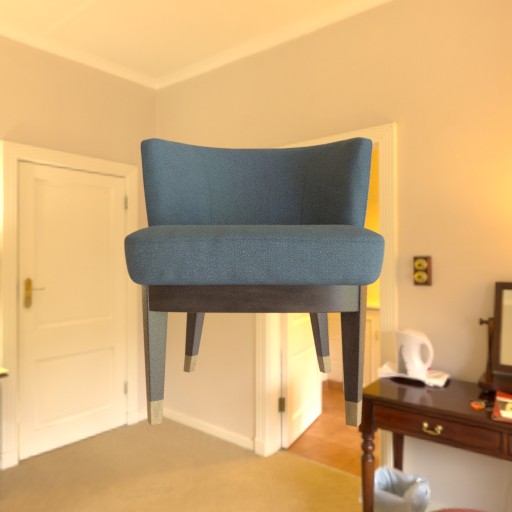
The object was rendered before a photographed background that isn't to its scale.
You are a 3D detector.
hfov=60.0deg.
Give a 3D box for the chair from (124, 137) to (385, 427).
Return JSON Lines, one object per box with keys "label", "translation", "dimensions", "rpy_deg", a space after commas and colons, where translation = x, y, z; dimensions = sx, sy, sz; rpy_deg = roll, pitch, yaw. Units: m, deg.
{"label": "chair", "translation": [0.000, 0.000, 1.263], "dimensions": [0.661, 0.760, 0.702], "rpy_deg": [0, 0, 1]}
